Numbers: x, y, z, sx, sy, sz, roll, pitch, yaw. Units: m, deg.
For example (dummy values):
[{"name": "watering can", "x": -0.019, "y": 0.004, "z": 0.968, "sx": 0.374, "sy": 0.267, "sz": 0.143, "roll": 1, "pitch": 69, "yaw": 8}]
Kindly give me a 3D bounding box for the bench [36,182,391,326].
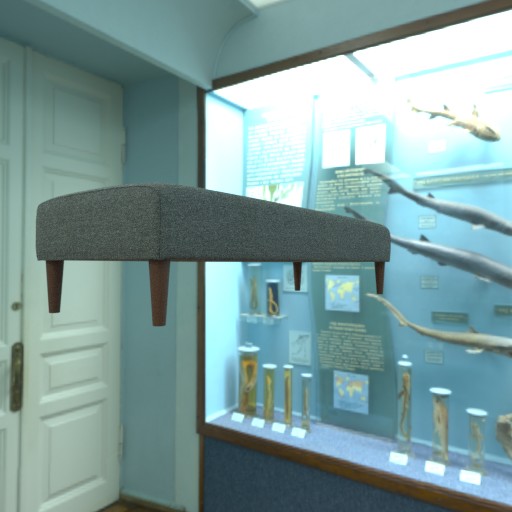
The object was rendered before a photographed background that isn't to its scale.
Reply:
[{"name": "bench", "x": 0.000, "y": 0.000, "z": 1.887, "sx": 0.631, "sy": 0.384, "sz": 1.598, "roll": -1, "pitch": -1, "yaw": 37}]
